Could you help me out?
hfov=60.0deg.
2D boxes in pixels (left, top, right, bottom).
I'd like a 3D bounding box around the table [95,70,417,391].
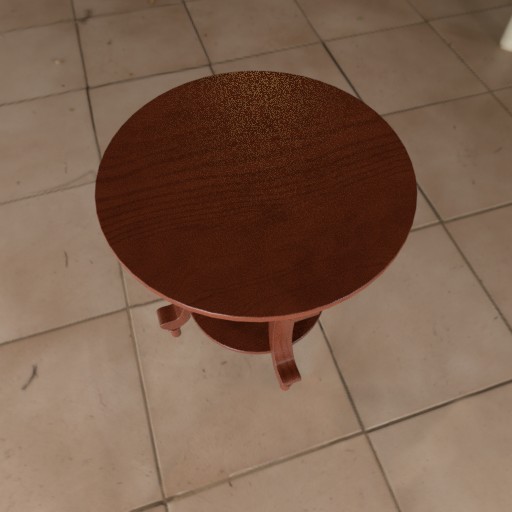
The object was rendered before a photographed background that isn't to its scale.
[{"bbox_3d":[0.000,0.000,1.092,0.597,0.612,0.597,0,59,0],"label":"table"}]
